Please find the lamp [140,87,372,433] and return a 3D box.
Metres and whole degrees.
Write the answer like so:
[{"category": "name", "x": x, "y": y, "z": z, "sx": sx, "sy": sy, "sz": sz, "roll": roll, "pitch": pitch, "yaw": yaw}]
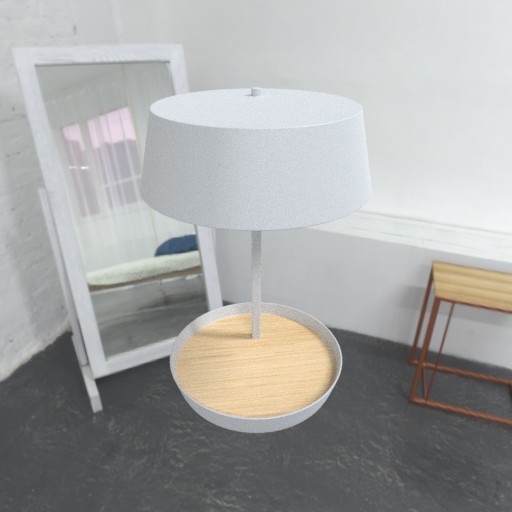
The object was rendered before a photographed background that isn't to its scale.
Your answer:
[{"category": "lamp", "x": 0.000, "y": 0.000, "z": 0.624, "sx": 0.291, "sy": 0.429, "sz": 0.291, "roll": 0, "pitch": 29, "yaw": 0}]
